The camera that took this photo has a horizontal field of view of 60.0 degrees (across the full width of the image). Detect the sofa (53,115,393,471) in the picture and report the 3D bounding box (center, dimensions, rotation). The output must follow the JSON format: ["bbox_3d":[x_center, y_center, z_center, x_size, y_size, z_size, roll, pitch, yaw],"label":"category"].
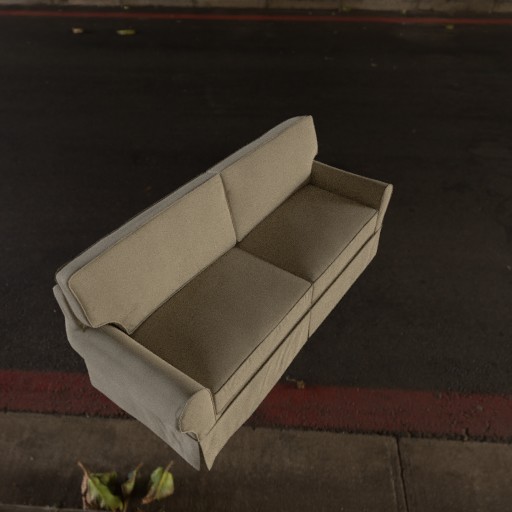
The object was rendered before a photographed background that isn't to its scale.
[{"bbox_3d":[0.000,0.000,2.757,0.900,1.014,2.246,26,48,26],"label":"sofa"}]
